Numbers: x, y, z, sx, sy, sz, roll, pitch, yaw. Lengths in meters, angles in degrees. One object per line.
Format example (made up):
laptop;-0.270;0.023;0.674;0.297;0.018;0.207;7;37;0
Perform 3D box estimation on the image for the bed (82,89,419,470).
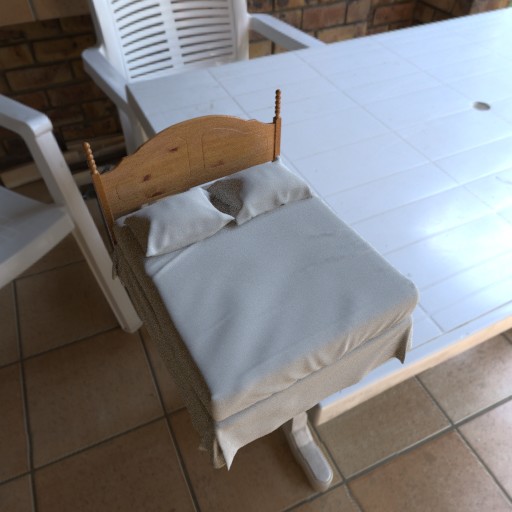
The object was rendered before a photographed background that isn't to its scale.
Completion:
bed;0.000;0.000;3.269;1.873;1.356;2.040;-23;50;-21
